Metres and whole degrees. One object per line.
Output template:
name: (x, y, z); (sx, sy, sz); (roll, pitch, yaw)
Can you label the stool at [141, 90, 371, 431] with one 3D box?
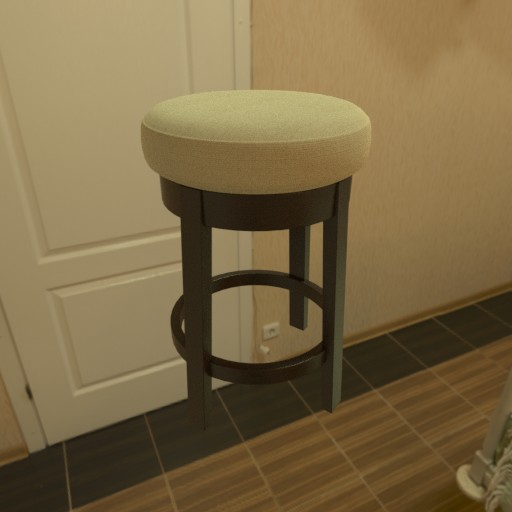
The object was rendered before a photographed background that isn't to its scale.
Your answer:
stool: (0.000, 0.000, 0.974); (0.449, 0.655, 0.449); (0, 28, 0)
